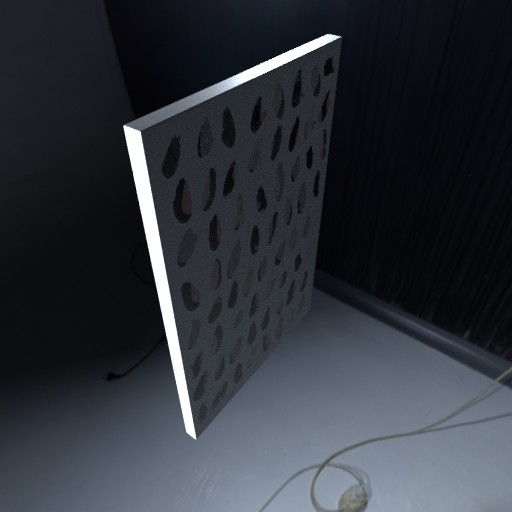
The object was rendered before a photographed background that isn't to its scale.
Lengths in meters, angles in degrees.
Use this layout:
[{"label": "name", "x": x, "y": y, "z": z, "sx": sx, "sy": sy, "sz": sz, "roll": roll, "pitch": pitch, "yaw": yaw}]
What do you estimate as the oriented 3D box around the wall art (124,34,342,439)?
[{"label": "wall art", "x": 0.000, "y": 0.000, "z": 0.751, "sx": 0.025, "sy": 0.608, "sz": 0.405, "roll": 26, "pitch": 47, "yaw": 27}]
